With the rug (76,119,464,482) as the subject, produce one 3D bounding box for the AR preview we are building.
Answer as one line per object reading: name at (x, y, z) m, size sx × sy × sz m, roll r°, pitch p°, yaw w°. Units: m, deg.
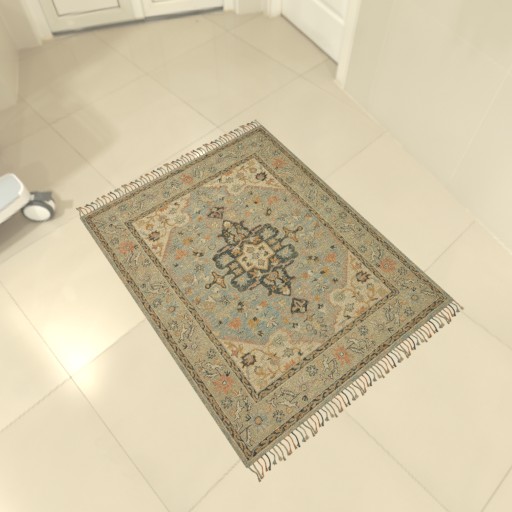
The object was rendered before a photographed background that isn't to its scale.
rug at (0.000, 0.000, 2.338) m, size 1.278 × 0.009 × 1.730 m, roll -32°, pitch 63°, yaw -19°
